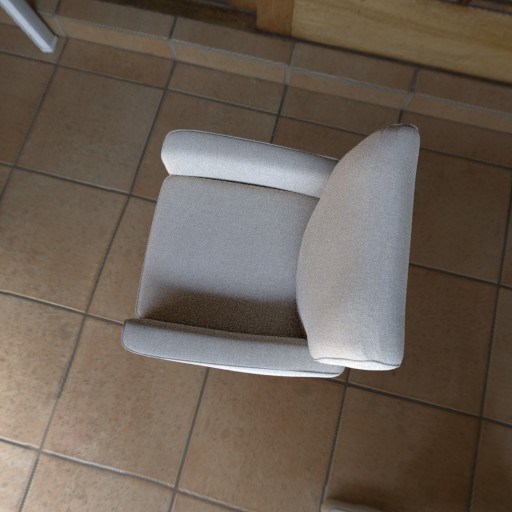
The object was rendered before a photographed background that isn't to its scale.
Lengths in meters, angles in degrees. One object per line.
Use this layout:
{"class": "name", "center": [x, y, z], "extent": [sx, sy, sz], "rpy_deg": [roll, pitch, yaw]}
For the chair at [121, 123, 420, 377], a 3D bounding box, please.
{"class": "chair", "center": [0.000, 0.000, 1.650], "extent": [0.859, 1.023, 0.845], "rpy_deg": [8, 77, 2]}
